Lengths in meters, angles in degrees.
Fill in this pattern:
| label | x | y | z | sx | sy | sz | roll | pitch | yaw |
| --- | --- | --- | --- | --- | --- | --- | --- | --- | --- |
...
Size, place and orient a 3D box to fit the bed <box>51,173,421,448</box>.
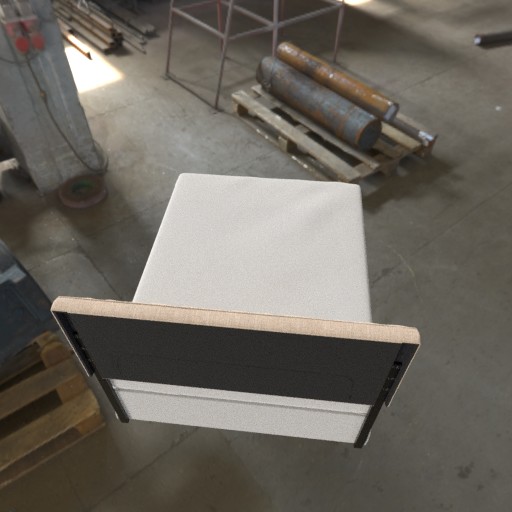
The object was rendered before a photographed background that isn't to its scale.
| label | x | y | z | sx | sy | sz | roll | pitch | yaw |
| --- | --- | --- | --- | --- | --- | --- | --- | --- | --- |
| bed | 0.000 | 0.000 | 2.991 | 1.643 | 1.270 | 1.978 | 5 | 47 | 4 |
